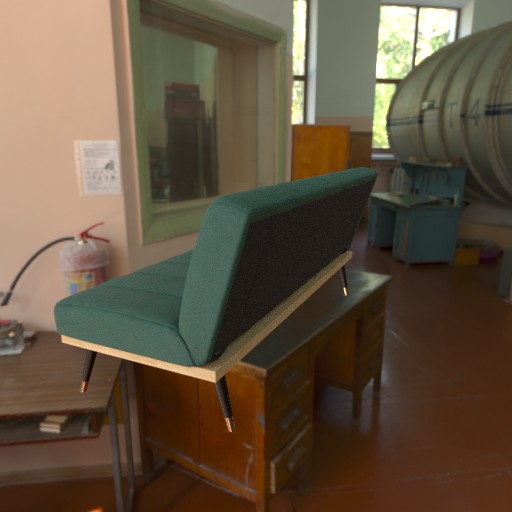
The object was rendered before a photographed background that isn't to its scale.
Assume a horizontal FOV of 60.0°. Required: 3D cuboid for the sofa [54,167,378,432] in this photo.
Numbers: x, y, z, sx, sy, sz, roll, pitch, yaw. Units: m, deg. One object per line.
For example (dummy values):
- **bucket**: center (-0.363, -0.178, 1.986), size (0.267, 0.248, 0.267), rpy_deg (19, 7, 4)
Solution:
- **sofa**: center (0.000, 0.000, 2.235), size (0.830, 0.820, 1.810), rpy_deg (7, 16, 25)
